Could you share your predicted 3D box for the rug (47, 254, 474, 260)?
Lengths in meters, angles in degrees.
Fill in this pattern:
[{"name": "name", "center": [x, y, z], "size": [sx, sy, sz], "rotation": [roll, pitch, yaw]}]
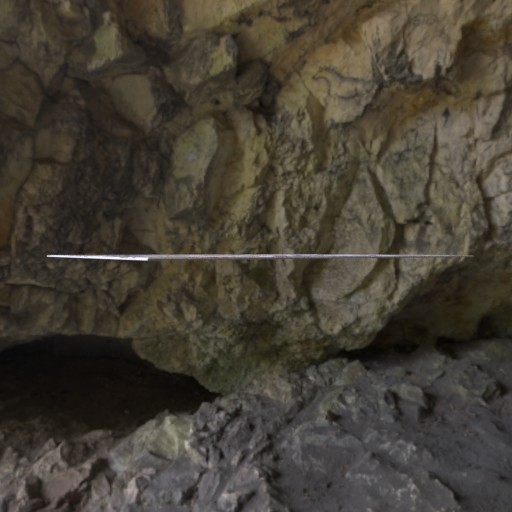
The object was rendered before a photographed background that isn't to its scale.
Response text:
[{"name": "rug", "center": [0.000, 0.000, 4.018], "size": [3.040, 0.014, 2.423], "rotation": [0, 1, -36]}]
